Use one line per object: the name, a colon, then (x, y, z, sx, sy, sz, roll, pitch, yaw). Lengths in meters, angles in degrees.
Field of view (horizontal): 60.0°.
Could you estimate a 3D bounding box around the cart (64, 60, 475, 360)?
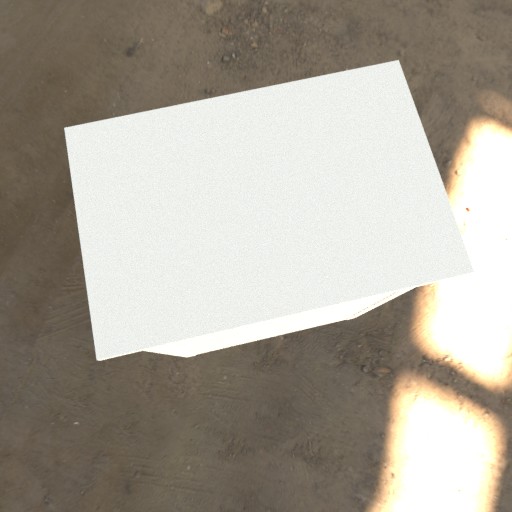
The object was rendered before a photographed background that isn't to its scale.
cart: (0.000, 0.000, 1.226, 0.683, 0.864, 0.442, -13, 76, -3)
